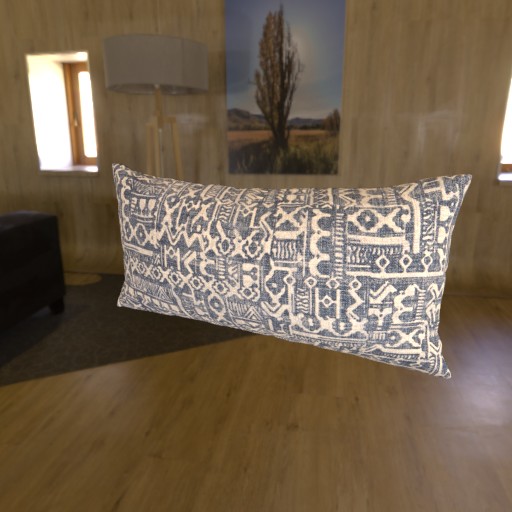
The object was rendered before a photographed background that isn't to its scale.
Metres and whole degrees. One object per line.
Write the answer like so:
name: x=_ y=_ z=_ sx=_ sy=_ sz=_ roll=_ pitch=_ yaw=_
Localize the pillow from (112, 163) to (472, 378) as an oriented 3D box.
pillow: x=0.000 y=0.000 z=0.736 sx=0.631 sy=0.292 sz=0.148 roll=8 pitch=17 yaw=25
